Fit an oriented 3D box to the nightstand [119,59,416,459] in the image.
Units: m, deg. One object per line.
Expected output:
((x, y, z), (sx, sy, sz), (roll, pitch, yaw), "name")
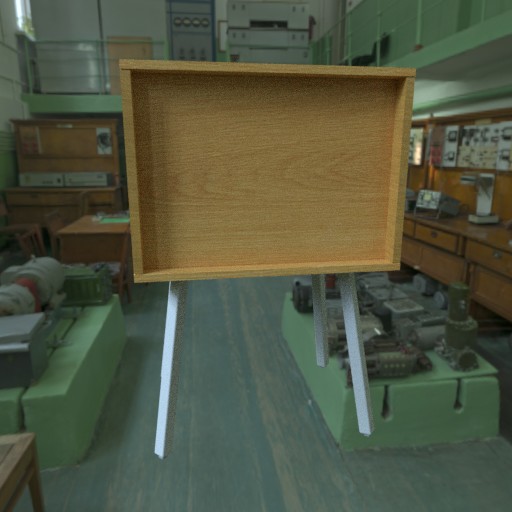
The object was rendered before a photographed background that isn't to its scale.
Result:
((0.000, 0.000, 0.810), (0.400, 0.601, 0.316), (-2, 14, -9), "nightstand")
